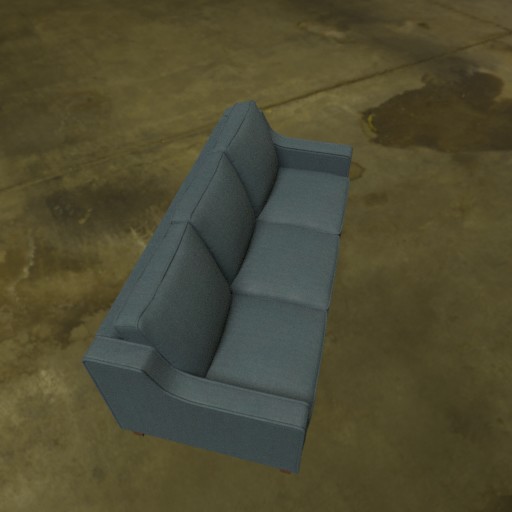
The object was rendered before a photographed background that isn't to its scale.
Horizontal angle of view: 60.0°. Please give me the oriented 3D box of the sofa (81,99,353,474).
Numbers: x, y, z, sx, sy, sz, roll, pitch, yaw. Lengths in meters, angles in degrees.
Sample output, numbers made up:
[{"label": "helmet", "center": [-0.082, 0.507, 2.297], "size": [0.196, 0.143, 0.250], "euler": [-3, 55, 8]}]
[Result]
[{"label": "sofa", "center": [0.000, 0.000, 2.526], "size": [0.911, 0.974, 1.986], "euler": [10, 48, 9]}]
